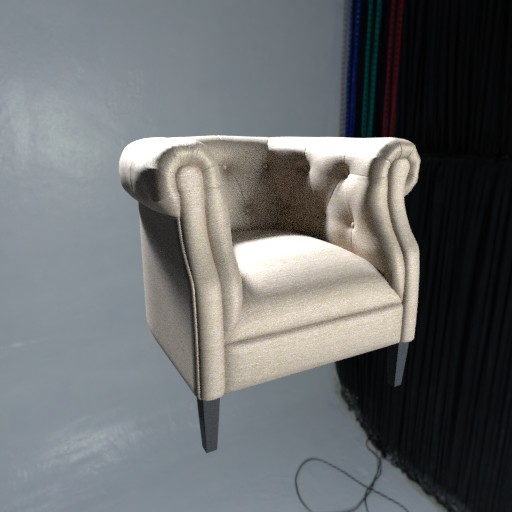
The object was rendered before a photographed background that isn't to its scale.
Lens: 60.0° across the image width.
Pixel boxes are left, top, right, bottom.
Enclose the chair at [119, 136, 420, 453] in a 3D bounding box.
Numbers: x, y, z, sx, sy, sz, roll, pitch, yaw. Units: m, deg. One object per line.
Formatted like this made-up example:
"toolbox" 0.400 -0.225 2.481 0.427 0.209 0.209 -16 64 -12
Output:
"chair" 0.000 0.000 1.585 0.905 0.827 0.852 -8 18 -27
